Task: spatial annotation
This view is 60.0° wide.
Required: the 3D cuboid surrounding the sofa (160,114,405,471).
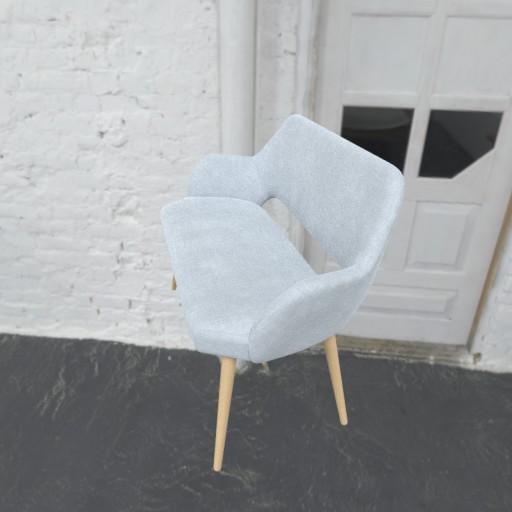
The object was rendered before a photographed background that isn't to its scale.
[{"bbox_3d":[0.000,0.000,1.623,0.610,0.840,1.150,-8,30,-14],"label":"sofa"}]
